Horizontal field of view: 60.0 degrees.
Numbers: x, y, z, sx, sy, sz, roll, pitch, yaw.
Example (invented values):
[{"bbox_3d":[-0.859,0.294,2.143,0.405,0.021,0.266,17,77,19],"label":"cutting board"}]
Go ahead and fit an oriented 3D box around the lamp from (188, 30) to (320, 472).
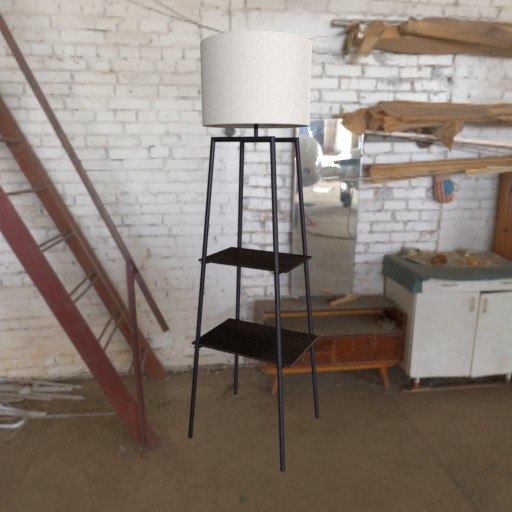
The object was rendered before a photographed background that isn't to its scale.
[{"bbox_3d":[0.000,0.000,1.675,0.427,1.474,0.384,7,15,27],"label":"lamp"}]
